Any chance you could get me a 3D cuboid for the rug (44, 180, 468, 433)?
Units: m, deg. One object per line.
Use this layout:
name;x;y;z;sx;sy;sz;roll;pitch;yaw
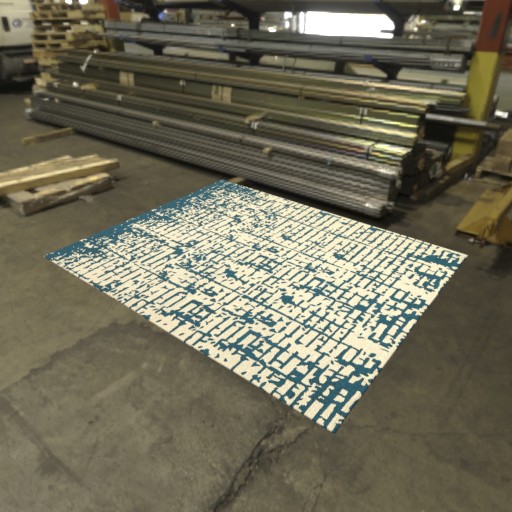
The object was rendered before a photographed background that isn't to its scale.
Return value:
rug;0.000;0.000;4.031;3.017;0.014;2.416;22;37;32
